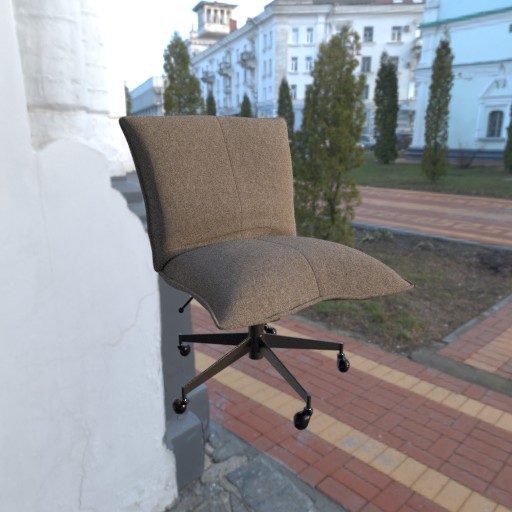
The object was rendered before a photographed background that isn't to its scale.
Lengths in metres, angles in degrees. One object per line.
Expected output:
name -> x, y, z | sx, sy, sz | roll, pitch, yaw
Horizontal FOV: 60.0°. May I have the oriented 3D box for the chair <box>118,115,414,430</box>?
chair -> 0.000, 0.000, 1.297 | 0.597, 0.811, 0.696 | -8, 17, -27
